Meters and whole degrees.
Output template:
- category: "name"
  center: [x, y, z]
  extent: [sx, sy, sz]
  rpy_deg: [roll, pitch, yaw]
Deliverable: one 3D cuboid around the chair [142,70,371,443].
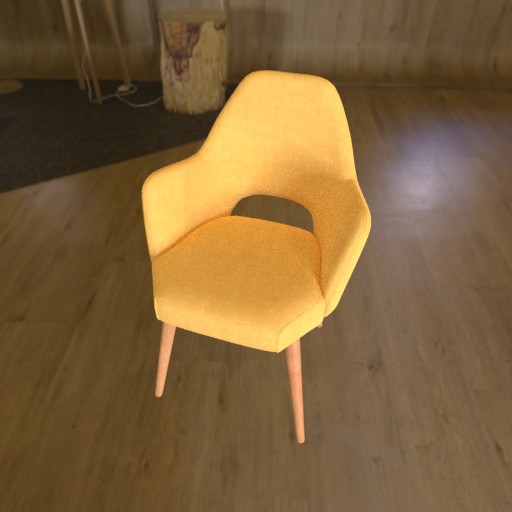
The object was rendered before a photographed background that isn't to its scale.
- category: "chair"
  center: [0.000, 0.000, 1.262]
  extent: [0.590, 0.840, 0.610]
  rpy_deg: [13, 42, 14]
